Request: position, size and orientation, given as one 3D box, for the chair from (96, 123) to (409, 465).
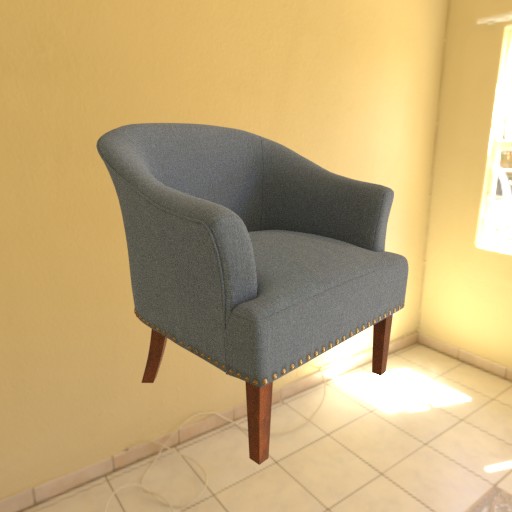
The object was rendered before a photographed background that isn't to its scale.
[{"bbox_3d":[0.000,0.000,1.393,0.704,0.815,0.798,14,20,42],"label":"chair"}]
